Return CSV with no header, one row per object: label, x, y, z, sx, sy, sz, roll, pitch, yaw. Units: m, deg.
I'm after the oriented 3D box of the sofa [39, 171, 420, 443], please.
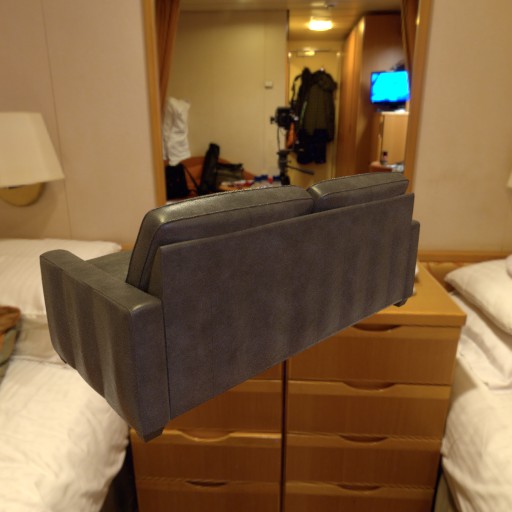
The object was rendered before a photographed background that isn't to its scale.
sofa,0.000,0.000,2.539,2.081,0.916,0.939,-15,23,-41
